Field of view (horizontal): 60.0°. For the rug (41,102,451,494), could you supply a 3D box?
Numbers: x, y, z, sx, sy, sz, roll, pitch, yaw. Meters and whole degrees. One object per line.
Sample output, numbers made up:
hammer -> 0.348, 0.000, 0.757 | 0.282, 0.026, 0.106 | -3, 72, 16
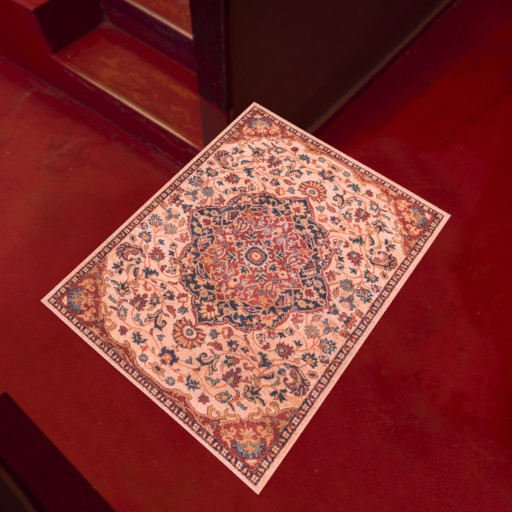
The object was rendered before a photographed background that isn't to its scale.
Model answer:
rug -> 0.000, 0.000, 4.137 | 2.454, 0.005, 3.067 | 35, 68, 16
